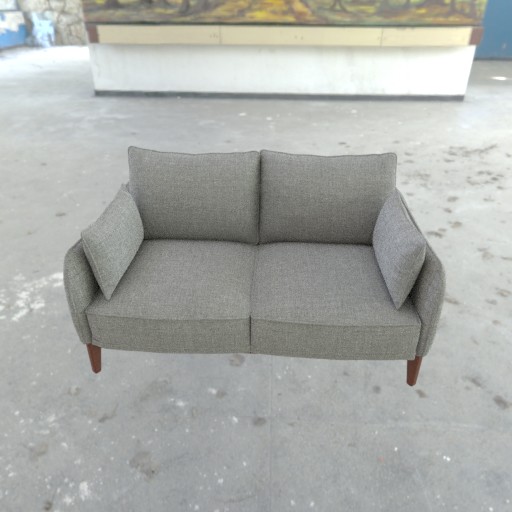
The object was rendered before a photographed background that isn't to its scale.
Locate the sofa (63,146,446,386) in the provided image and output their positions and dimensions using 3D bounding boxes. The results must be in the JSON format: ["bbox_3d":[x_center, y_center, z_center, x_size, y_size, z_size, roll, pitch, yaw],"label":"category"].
[{"bbox_3d":[0.000,0.000,2.172,1.580,0.851,0.972,2,31,3],"label":"sofa"}]
